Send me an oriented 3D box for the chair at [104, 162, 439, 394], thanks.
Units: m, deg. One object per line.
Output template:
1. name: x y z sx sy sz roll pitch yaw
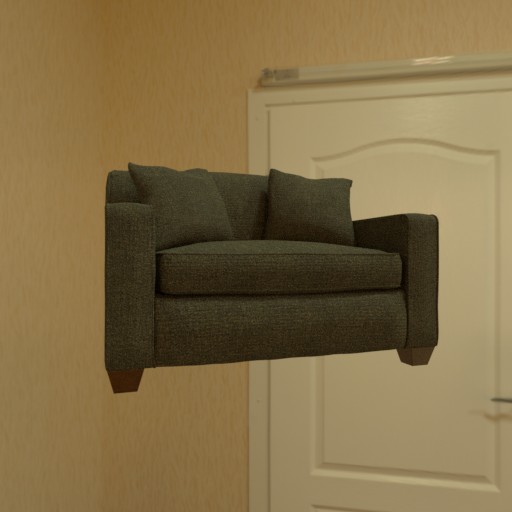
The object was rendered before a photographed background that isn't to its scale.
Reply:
1. chair: 0.000 0.000 2.132 1.383 0.948 1.000 0 0 -18
